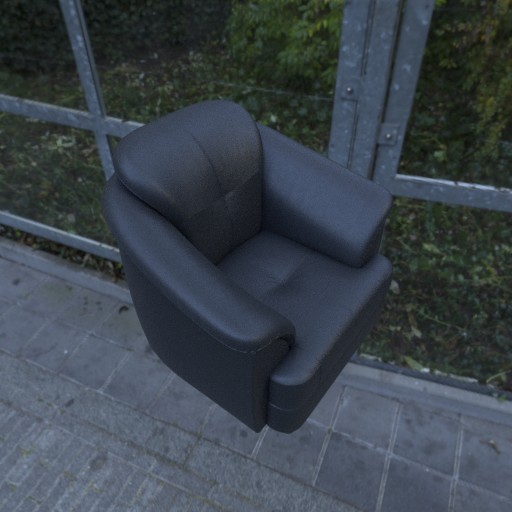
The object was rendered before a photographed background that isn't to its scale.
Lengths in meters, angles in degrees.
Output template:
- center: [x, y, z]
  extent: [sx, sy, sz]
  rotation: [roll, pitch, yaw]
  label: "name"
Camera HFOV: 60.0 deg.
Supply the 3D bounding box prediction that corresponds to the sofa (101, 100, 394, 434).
- center: [0.000, 0.000, 1.521]
  extent: [0.794, 0.811, 0.870]
  rotation: [26, 46, 27]
  label: "sofa"
